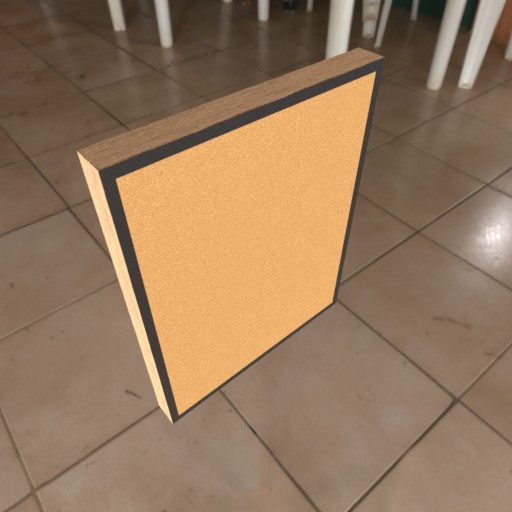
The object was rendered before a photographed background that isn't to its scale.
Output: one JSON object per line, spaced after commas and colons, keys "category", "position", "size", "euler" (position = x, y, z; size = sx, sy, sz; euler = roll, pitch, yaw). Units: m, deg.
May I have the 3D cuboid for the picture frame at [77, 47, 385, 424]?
{"category": "picture frame", "position": [0.000, 0.000, 0.703], "size": [0.421, 0.526, 0.046], "euler": [-31, 52, -27]}
